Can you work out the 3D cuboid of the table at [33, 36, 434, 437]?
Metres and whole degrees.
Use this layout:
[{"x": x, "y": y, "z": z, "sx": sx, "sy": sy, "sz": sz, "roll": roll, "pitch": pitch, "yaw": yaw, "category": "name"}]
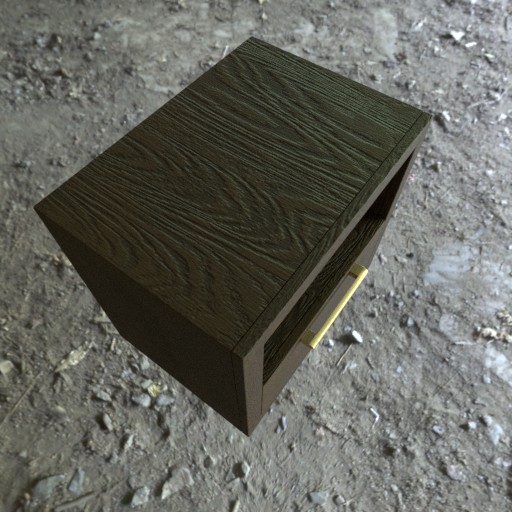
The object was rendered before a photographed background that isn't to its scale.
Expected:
[{"x": 0.000, "y": 0.000, "z": 0.977, "sx": 0.439, "sy": 0.585, "sz": 0.560, "roll": 32, "pitch": 63, "yaw": 18, "category": "table"}]
